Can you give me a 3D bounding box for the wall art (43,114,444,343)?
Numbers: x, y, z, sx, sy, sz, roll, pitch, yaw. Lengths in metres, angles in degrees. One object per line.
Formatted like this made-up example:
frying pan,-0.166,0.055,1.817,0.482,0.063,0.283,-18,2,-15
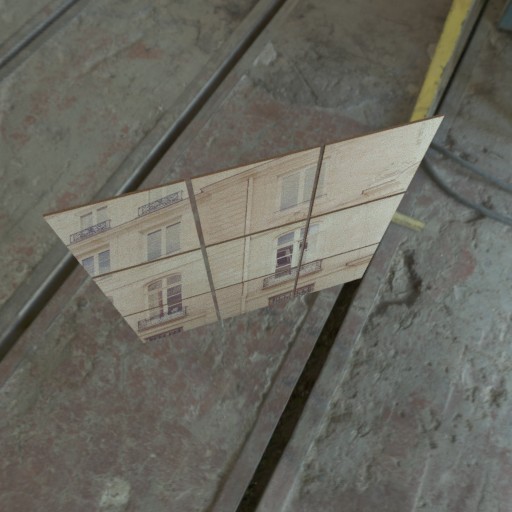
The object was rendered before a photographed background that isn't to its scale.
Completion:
wall art,0.000,0.000,2.294,1.526,1.522,0.023,-16,64,-8
